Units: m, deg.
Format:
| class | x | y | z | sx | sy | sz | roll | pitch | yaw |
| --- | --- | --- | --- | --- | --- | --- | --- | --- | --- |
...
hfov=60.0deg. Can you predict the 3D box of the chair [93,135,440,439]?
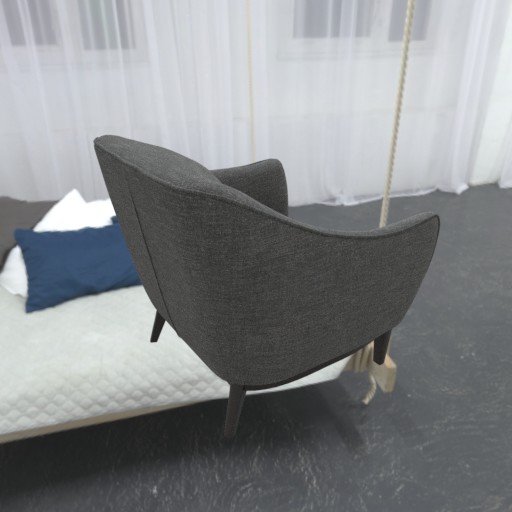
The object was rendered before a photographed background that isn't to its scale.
| class | x | y | z | sx | sy | sz | roll | pitch | yaw |
| --- | --- | --- | --- | --- | --- | --- | --- | --- | --- |
| chair | 0.000 | 0.000 | 1.551 | 0.851 | 0.829 | 0.870 | -17 | 32 | -31 |
